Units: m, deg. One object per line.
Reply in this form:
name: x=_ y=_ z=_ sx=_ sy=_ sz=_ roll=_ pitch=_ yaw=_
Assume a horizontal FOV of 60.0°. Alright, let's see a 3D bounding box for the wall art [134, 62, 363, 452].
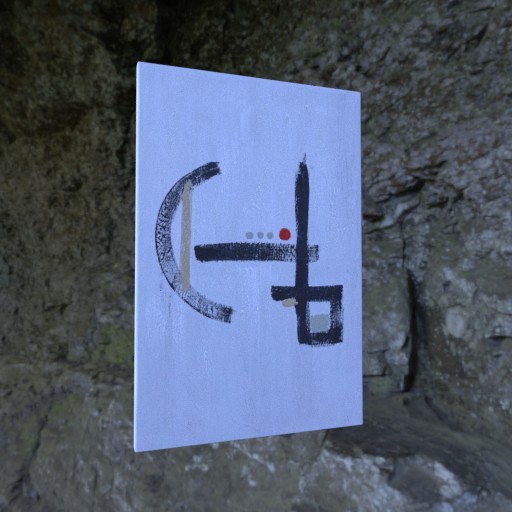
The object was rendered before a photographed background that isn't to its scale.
wall art: x=0.000 y=0.000 z=1.147 sx=0.602 sy=0.916 sz=0.048 roll=1 pitch=-2 yaw=-18
